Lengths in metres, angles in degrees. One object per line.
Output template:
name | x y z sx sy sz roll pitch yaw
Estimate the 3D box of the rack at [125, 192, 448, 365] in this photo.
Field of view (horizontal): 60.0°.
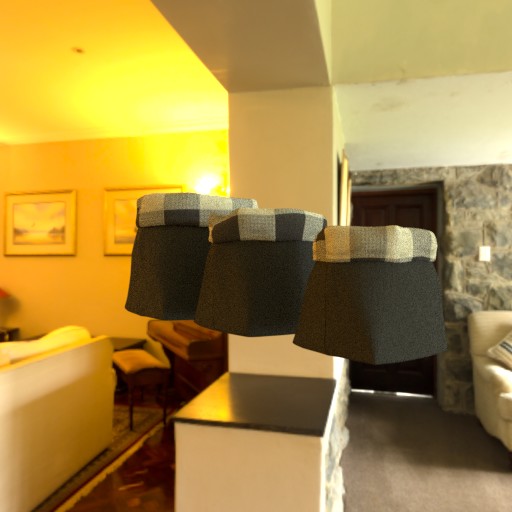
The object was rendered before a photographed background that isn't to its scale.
rack | 0.000 0.000 1.046 0.370 0.329 0.889 0 -1 -36
